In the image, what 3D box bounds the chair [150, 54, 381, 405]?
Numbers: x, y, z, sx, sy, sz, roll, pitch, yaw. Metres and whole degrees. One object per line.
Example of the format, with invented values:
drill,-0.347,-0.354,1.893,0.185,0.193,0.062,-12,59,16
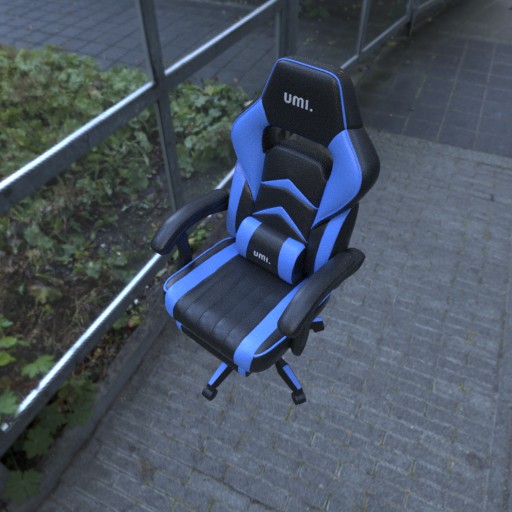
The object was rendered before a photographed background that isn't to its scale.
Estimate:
chair,0.000,0.000,1.687,0.700,1.280,0.700,30,53,25
